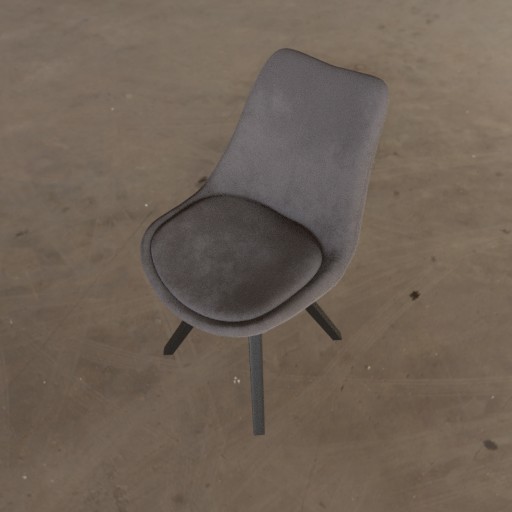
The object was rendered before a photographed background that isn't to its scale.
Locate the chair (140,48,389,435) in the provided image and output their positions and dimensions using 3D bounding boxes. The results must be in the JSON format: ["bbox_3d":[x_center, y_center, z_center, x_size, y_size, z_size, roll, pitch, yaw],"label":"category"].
[{"bbox_3d":[0.000,0.000,1.163,0.476,0.850,0.550,32,54,27],"label":"chair"}]
